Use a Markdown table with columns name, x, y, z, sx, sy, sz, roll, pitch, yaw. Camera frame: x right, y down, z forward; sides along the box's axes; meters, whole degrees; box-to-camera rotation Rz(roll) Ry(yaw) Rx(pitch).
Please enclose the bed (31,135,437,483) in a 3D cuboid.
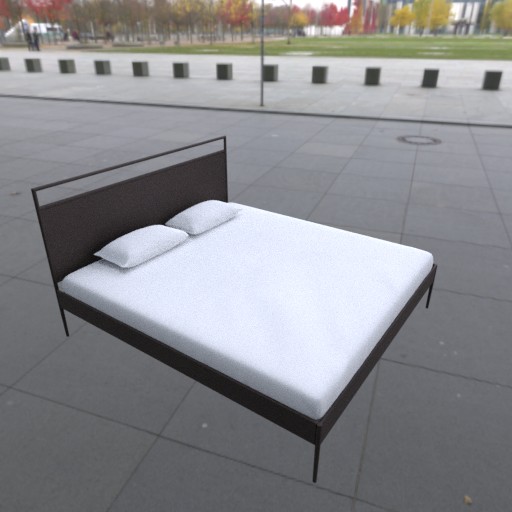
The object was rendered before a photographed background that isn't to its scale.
| name | x | y | z | sx | sy | sz | roll | pitch | yaw |
| --- | --- | --- | --- | --- | --- | --- | --- | --- | --- |
| bed | 0.000 | 0.000 | 3.287 | 2.151 | 1.173 | 1.993 | 18 | 32 | 31 |
